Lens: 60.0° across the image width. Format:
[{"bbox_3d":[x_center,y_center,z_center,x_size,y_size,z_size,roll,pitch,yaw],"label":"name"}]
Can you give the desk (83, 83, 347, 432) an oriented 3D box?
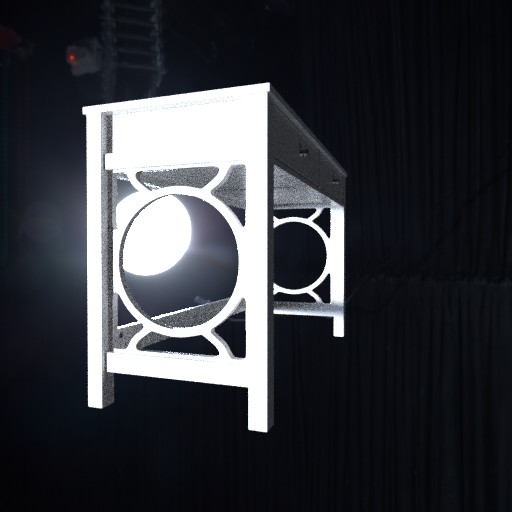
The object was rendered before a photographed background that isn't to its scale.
[{"bbox_3d":[0.000,0.000,1.596,0.504,0.762,1.191,0,1,19],"label":"desk"}]
